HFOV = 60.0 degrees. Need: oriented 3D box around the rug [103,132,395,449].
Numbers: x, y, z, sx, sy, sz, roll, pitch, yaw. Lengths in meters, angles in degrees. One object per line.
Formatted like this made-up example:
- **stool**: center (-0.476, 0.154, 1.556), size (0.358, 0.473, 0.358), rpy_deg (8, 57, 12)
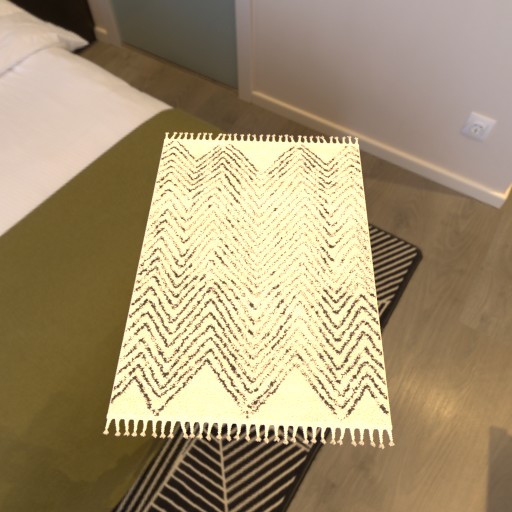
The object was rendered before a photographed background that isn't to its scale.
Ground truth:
- **rug**: center (0.000, 0.000, 2.338), size (1.230, 0.014, 1.847), rpy_deg (2, 58, 1)
